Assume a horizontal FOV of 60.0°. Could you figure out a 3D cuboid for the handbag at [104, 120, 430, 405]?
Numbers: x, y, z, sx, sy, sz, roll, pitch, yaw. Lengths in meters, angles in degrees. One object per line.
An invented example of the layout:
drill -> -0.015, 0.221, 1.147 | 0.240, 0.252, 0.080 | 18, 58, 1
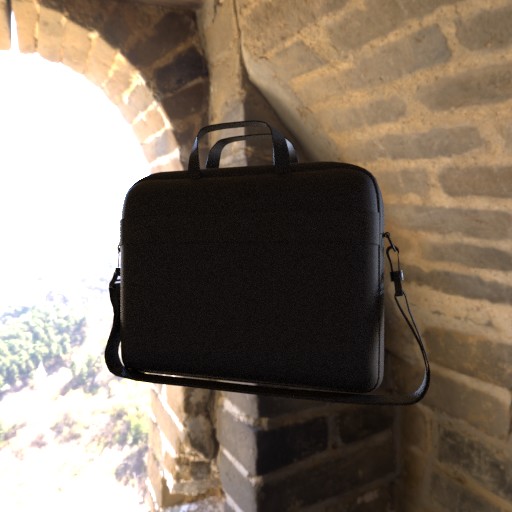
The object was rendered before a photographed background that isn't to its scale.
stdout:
handbag -> 0.000, 0.000, 0.591 | 0.429, 0.330, 0.126 | 0, 0, 19
